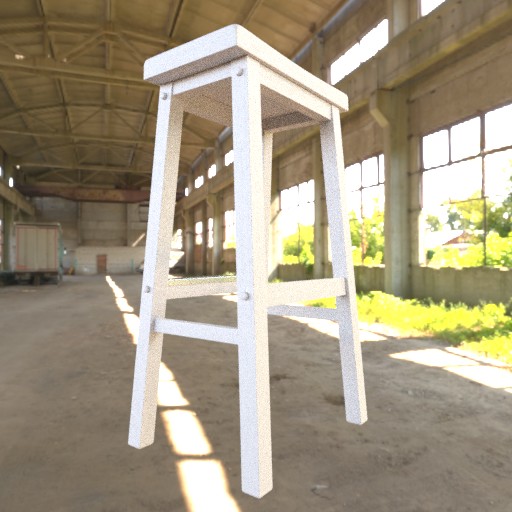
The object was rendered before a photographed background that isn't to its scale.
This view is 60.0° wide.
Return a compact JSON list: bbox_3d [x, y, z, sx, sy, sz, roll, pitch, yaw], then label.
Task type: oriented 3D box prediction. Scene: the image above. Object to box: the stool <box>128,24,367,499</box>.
[{"bbox_3d":[0.000,0.000,0.933,0.322,0.742,0.406,0,0,37],"label":"stool"}]
